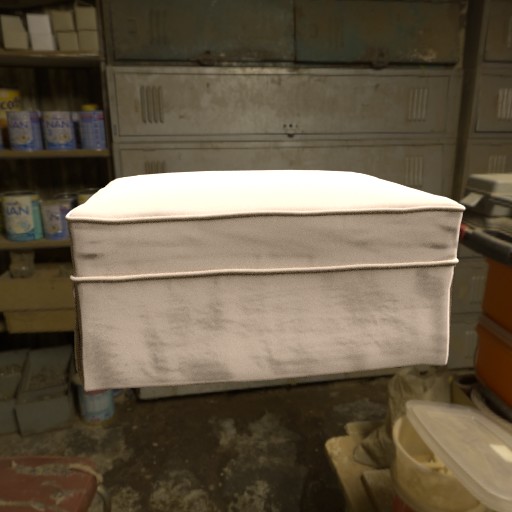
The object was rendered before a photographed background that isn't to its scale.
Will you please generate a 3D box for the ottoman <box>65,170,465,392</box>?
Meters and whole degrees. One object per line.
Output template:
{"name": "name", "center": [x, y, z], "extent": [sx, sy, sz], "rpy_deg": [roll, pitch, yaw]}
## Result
{"name": "ottoman", "center": [0.000, 0.000, 1.327], "extent": [0.944, 0.479, 0.703], "rpy_deg": [-2, 17, -8]}
